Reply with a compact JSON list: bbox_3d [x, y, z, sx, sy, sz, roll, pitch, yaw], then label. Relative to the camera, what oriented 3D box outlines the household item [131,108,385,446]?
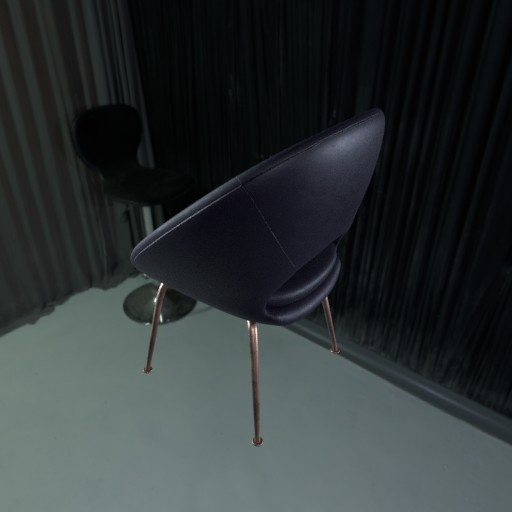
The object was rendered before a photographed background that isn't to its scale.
[{"bbox_3d":[0.000,0.000,1.248,0.573,0.852,0.623,21,37,31],"label":"household item"}]
